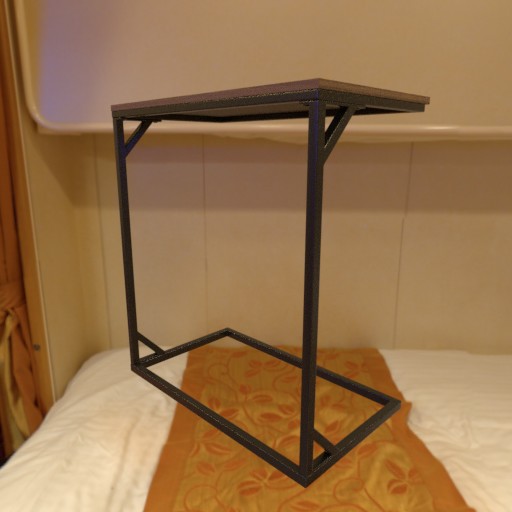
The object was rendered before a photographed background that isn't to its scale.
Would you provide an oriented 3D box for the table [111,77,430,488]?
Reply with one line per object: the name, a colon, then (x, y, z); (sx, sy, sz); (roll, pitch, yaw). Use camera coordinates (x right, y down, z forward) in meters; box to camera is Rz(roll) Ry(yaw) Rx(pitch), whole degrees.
table: (0.000, 0.000, 1.017); (0.597, 0.673, 0.351); (14, 19, 43)
